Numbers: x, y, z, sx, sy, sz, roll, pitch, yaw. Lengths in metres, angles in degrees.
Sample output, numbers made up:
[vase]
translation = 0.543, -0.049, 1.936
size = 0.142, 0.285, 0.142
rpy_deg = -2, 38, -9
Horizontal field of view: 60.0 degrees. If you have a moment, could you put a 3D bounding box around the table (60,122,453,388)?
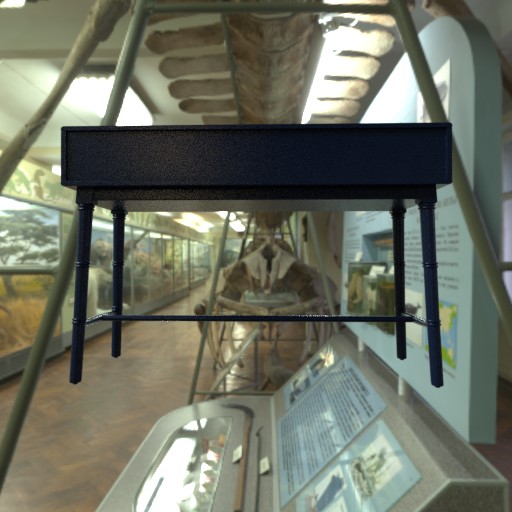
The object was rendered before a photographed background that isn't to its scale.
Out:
[table]
translation = 0.000, 0.000, 1.459
size = 1.118, 0.749, 0.399
rpy_deg = 0, 0, 2
